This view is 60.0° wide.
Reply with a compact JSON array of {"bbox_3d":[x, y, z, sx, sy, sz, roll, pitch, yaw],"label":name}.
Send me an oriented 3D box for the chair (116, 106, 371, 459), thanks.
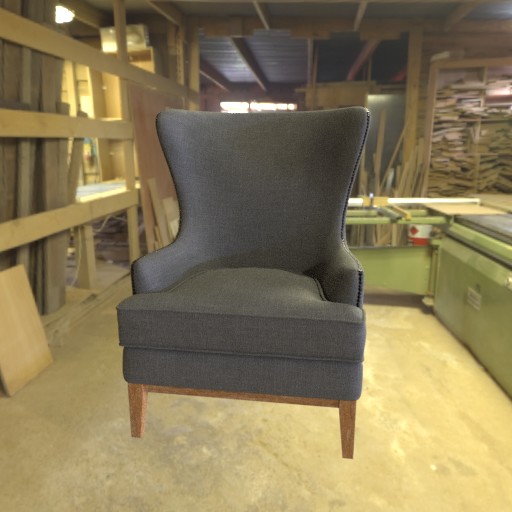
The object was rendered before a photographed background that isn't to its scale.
[{"bbox_3d":[0.000,0.000,1.793,0.864,1.176,0.883,2,13,8],"label":"chair"}]
